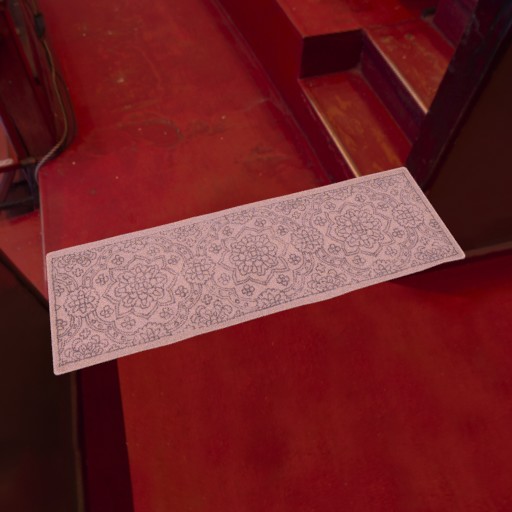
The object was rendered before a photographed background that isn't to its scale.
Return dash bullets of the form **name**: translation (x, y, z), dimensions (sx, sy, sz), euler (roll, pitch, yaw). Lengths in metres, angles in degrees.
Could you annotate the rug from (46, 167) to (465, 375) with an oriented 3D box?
- **rug**: translation (0.000, 0.000, 2.691), dimensions (2.431, 0.006, 0.806), euler (-15, 58, -9)
